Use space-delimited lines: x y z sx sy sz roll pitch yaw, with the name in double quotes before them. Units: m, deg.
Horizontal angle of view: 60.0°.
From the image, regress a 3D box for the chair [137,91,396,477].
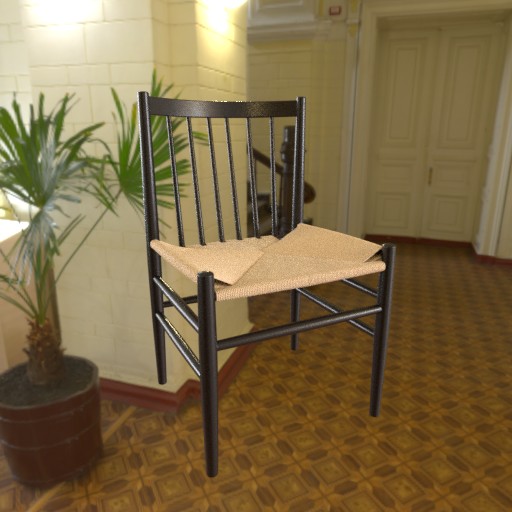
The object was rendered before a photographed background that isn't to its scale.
"chair" 0.000 0.000 1.163 0.495 0.818 0.516 -8 18 -26
